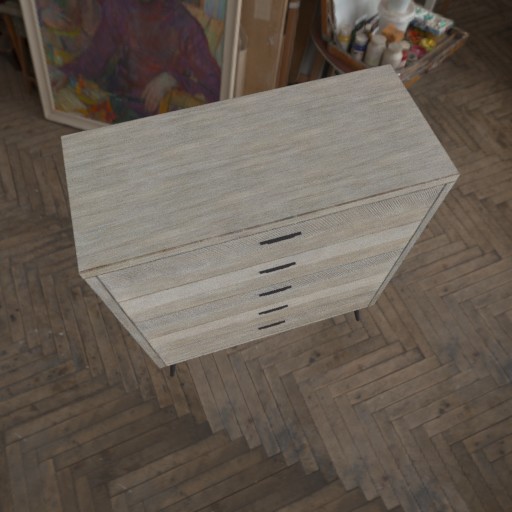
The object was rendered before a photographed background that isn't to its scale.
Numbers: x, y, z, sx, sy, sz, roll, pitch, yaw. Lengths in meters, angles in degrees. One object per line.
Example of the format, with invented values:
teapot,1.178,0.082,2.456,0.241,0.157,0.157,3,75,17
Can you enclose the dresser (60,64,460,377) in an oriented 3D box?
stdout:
dresser,0.000,0.000,1.760,1.016,1.219,0.457,-15,64,-8
